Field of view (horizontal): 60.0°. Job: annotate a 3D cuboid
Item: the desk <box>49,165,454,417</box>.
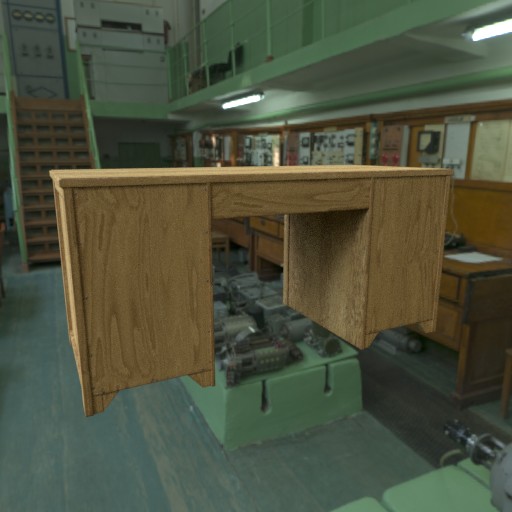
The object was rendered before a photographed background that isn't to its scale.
[{"bbox_3d":[0.000,0.000,1.957,1.567,0.751,0.685,-7,15,-26],"label":"desk"}]
